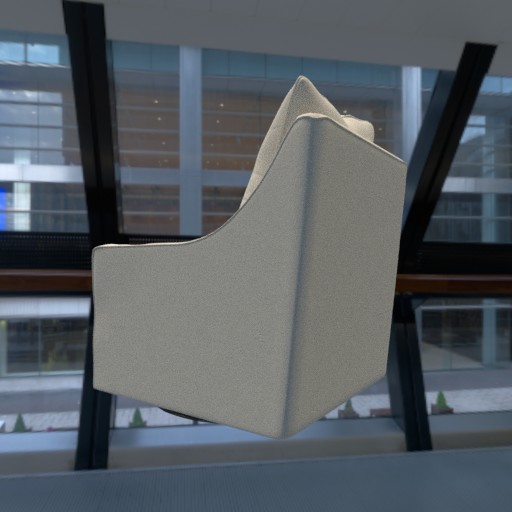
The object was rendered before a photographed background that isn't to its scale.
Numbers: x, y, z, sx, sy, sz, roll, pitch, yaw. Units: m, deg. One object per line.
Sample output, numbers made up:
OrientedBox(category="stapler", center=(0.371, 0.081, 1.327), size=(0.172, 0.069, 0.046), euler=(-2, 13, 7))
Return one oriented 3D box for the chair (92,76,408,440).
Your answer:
OrientedBox(category="chair", center=(0.000, 0.000, 1.585), size=(0.876, 0.965, 0.756), euler=(0, 0, 35))
